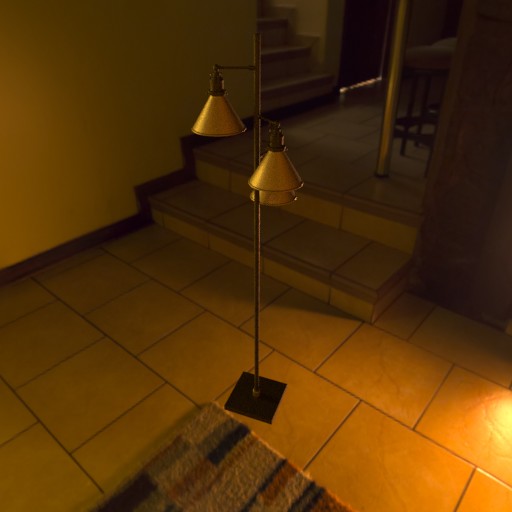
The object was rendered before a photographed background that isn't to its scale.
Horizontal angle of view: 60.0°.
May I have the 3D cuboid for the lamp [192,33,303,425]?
[{"bbox_3d":[0.000,0.000,1.903,0.428,1.716,0.415,11,33,18],"label":"lamp"}]
